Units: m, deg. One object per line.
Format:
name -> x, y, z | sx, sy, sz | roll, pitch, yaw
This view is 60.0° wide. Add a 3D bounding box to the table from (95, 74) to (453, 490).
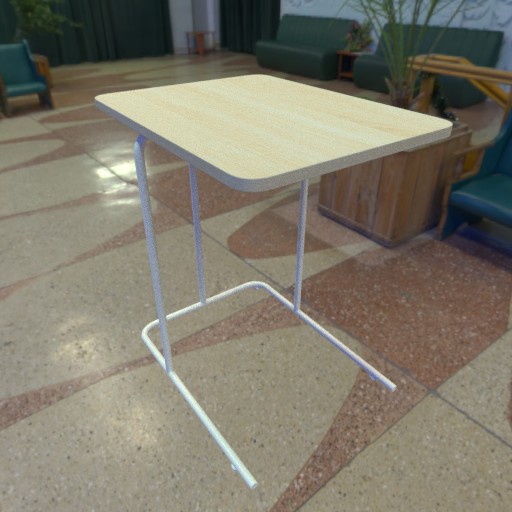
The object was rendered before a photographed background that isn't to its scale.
table -> 0.000, 0.000, 0.845 | 0.370, 0.550, 0.480 | -21, 38, -30
